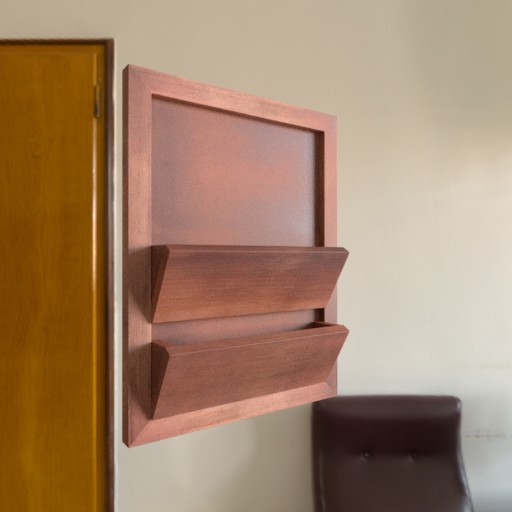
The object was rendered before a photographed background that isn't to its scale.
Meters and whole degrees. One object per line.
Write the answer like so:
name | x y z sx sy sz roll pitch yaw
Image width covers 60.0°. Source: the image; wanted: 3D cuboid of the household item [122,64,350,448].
household item | 0.000 0.000 0.545 0.310 0.407 0.067 0 0 -35
